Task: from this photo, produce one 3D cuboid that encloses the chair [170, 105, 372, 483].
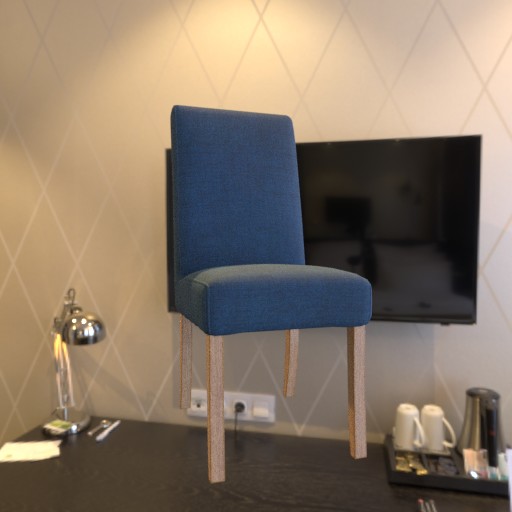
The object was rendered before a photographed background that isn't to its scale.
[{"bbox_3d":[0.000,0.000,1.355,0.450,1.029,0.610,-1,2,-18],"label":"chair"}]
